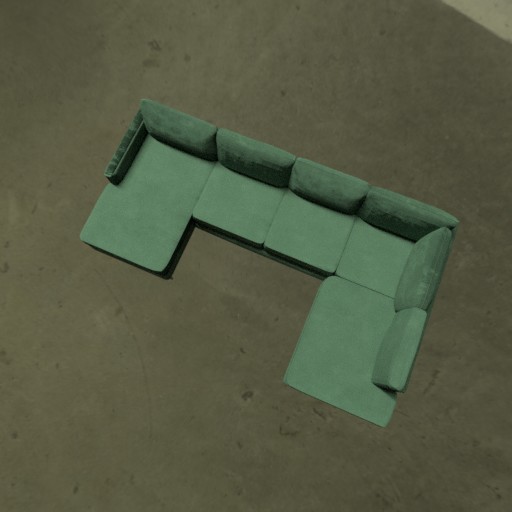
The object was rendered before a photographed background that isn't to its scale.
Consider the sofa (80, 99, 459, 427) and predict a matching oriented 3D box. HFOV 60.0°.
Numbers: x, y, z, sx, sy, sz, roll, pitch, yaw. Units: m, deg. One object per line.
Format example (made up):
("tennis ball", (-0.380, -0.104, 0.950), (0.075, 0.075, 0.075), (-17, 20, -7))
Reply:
("sofa", (0.000, 0.000, 4.395), (3.434, 0.992, 2.055), (22, 77, 6))
